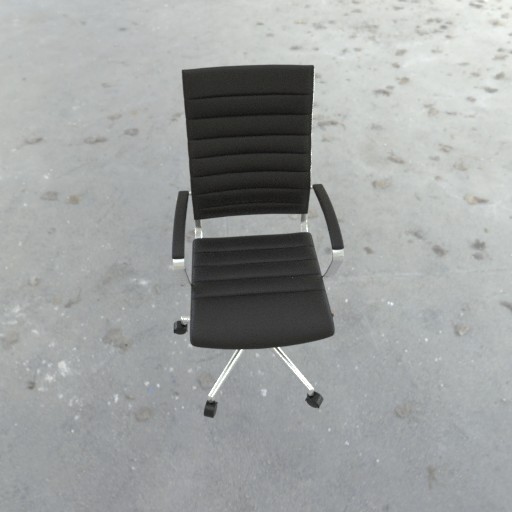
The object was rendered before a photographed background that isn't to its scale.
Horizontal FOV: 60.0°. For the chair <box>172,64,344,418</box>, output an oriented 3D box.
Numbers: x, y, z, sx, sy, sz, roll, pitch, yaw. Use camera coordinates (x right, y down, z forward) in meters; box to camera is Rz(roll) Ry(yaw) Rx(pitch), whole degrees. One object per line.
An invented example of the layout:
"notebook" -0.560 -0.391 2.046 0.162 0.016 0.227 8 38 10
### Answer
"chair" 0.000 0.000 1.659 0.766 1.149 0.739 -3 47 -3
